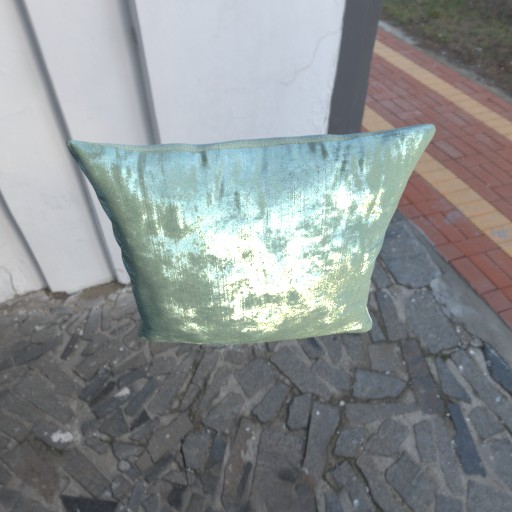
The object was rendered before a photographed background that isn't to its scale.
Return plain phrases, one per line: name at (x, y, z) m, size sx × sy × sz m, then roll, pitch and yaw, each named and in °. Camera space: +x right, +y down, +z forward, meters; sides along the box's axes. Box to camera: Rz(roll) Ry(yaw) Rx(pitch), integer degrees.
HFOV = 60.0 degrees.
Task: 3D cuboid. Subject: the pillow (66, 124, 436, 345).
pillow at (0.000, 0.000, 0.724) m, size 0.470 × 0.464 × 0.175 m, roll -3°, pitch 46°, yaw -3°
